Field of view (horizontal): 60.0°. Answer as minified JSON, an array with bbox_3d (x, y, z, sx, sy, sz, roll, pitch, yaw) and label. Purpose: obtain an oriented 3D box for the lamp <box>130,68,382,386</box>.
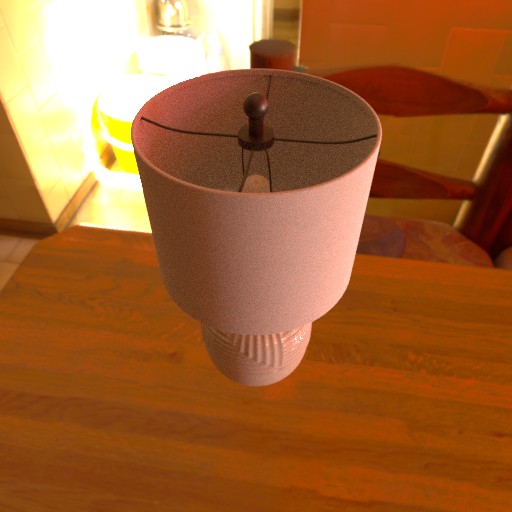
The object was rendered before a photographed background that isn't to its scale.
[{"bbox_3d":[0.000,0.000,0.746,0.318,0.567,0.318,0,45,0],"label":"lamp"}]
